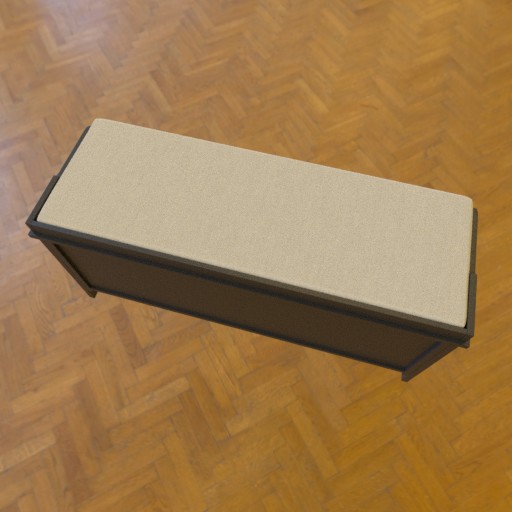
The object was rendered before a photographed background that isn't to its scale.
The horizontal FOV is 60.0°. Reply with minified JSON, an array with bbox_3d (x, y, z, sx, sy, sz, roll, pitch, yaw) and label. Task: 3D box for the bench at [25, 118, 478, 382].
[{"bbox_3d":[0.000,0.000,1.367,1.140,0.501,0.398,14,63,7],"label":"bench"}]
